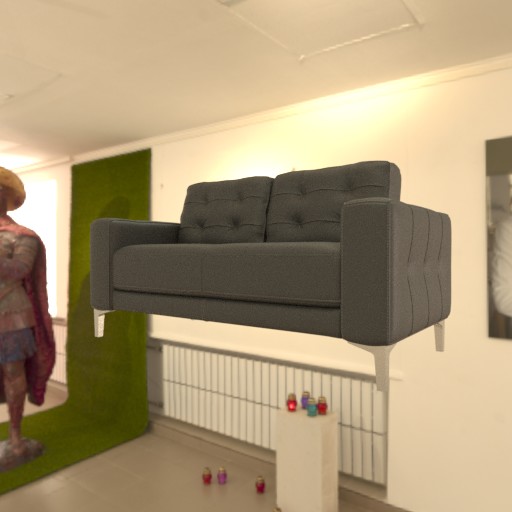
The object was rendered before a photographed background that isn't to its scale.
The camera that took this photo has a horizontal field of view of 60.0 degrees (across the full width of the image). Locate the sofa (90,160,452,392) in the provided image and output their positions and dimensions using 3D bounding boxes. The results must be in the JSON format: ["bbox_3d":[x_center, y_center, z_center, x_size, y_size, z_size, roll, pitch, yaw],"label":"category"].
[{"bbox_3d":[0.000,0.000,2.268,1.726,0.893,0.833,0,1,36],"label":"sofa"}]
